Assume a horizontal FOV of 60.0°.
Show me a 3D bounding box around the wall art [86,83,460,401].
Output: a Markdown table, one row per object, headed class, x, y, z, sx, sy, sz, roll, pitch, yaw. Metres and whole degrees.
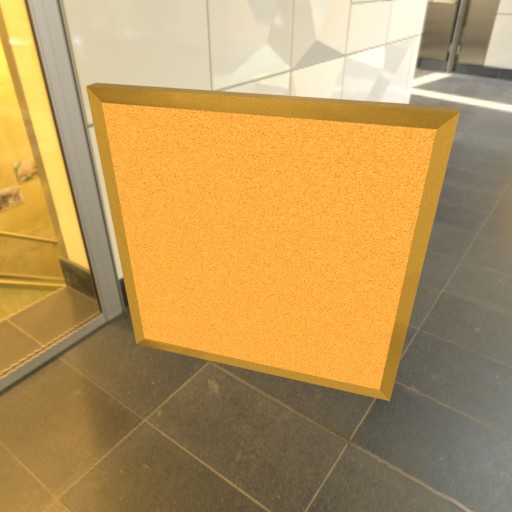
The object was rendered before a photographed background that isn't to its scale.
| class | x | y | z | sx | sy | sz | roll | pitch | yaw |
| --- | --- | --- | --- | --- | --- | --- | --- | --- | --- |
| wall art | 0.000 | 0.000 | 1.094 | 0.762 | 0.762 | 0.038 | 9 | 34 | 14 |
